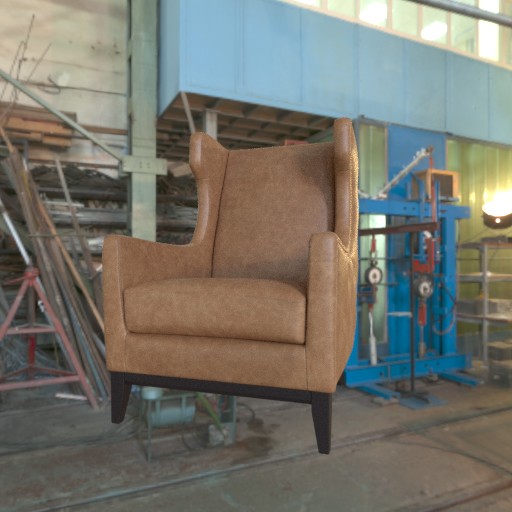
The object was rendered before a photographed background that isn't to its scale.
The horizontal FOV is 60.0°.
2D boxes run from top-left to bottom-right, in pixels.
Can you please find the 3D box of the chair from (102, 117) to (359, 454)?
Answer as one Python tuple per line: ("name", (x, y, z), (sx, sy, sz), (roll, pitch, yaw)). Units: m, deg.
("chair", (0.000, 0.000, 1.701), (0.766, 1.079, 0.899), (0, 0, 19))
